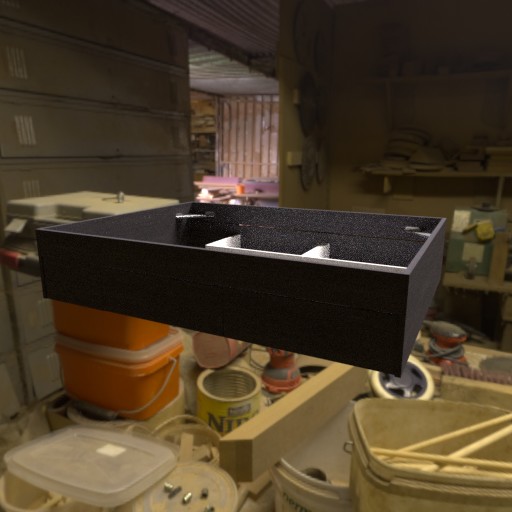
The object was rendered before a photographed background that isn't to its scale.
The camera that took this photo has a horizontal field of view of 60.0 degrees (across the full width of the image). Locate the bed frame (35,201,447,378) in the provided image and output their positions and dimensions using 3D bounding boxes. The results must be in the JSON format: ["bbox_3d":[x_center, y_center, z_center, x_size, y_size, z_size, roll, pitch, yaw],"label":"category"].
[{"bbox_3d":[0.000,0.000,2.637,1.944,0.459,1.448,7,15,27],"label":"bed frame"}]
